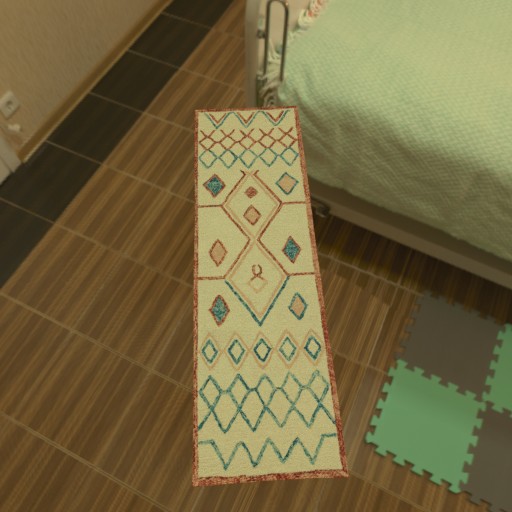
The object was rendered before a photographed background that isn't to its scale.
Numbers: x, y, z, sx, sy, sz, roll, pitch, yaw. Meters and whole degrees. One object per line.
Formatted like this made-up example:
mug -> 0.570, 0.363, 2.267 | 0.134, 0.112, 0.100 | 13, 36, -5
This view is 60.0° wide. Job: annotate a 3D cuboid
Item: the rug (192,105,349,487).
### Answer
rug -> 0.000, 0.000, 2.675 | 0.750, 0.011, 2.435 | -3, 63, -2
